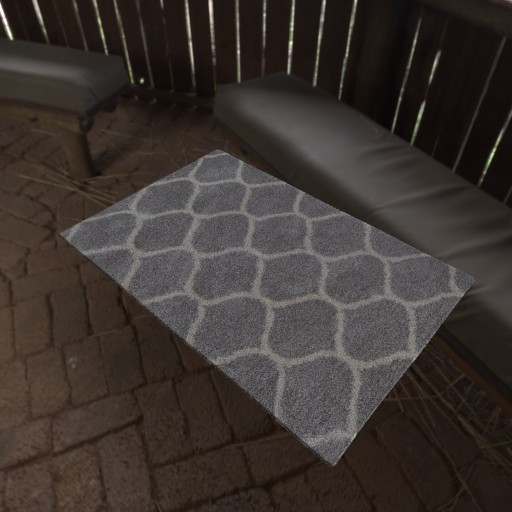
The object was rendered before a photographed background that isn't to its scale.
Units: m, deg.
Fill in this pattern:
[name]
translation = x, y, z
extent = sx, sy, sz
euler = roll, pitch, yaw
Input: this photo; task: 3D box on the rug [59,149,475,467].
[rug]
translation = 0.000, 0.000, 3.410
extent = 2.701, 0.026, 1.801
euler = 32, 53, 29
